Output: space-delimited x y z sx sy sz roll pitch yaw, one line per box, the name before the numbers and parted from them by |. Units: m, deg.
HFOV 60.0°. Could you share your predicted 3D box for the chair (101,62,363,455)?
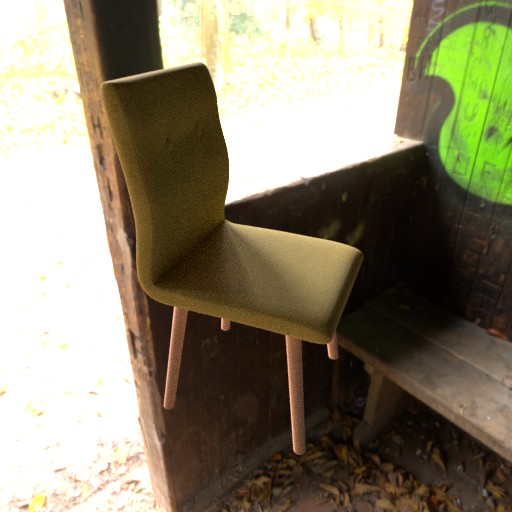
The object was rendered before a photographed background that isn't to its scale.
chair | 0.000 0.000 1.269 0.550 0.965 0.450 11 32 19
